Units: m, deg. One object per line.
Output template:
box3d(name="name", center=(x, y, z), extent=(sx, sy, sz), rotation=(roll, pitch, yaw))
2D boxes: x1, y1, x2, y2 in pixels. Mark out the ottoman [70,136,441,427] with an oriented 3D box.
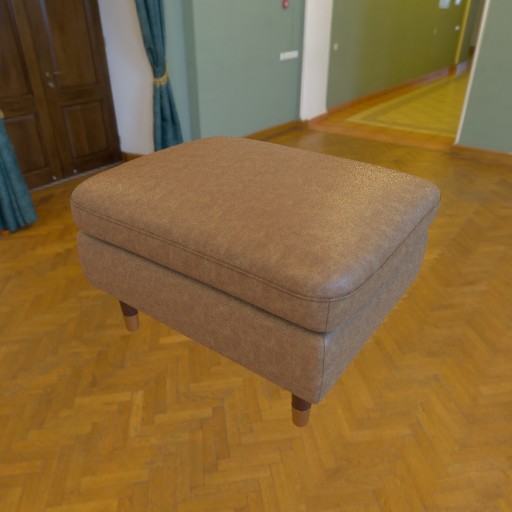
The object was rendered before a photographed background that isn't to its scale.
box3d(name="ottoman", center=(0.000, 0.000, 1.137), extent=(0.747, 0.478, 0.593), rotation=(20, 36, 30))
